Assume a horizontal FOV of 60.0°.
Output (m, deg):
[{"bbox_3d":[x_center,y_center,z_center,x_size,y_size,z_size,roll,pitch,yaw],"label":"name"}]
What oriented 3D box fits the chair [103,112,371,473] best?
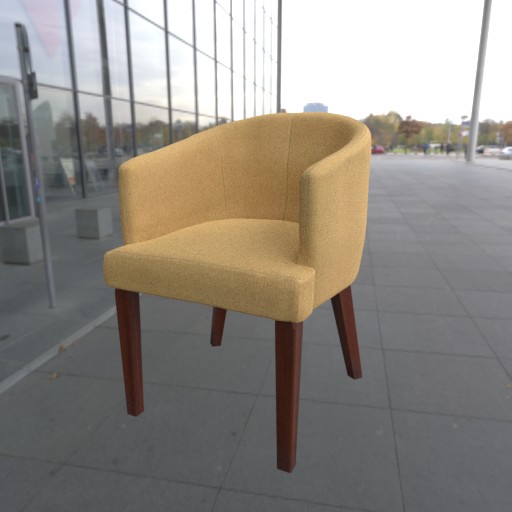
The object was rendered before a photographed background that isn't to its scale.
[{"bbox_3d":[0.000,0.000,1.252,0.583,0.811,0.655,7,16,26],"label":"chair"}]
